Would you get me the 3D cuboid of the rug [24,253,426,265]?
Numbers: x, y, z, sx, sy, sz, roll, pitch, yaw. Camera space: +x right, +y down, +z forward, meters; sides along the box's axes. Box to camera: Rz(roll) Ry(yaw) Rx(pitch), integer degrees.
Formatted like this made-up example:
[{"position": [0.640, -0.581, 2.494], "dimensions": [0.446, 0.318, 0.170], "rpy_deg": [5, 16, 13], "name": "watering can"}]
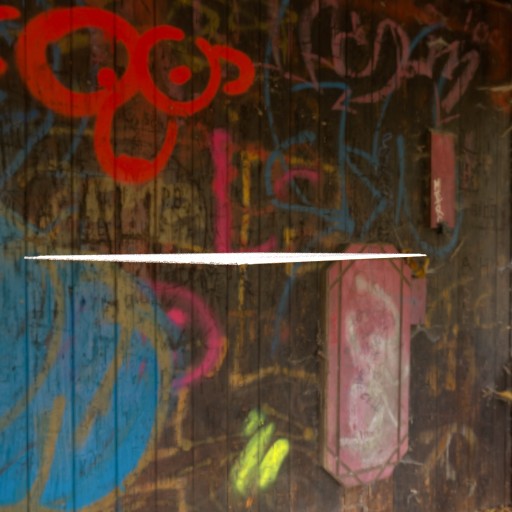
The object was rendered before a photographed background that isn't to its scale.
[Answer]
[{"position": [0.000, 0.000, 2.357], "dimensions": [1.243, 0.013, 1.872], "rpy_deg": [1, 1, 37], "name": "rug"}]
